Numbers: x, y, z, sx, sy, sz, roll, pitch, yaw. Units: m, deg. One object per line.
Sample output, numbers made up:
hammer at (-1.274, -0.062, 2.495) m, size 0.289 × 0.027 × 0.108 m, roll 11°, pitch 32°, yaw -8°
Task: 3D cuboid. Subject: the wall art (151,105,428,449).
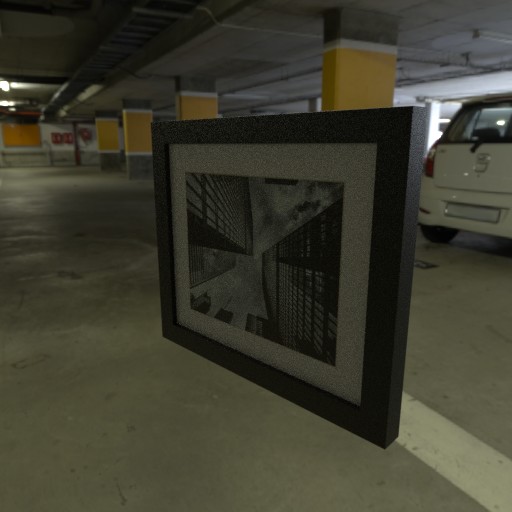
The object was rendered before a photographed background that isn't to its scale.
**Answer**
wall art at (0.000, 0.000, 0.535) m, size 0.381 × 0.321 × 0.028 m, roll 13°, pitch 19°, yaw 43°
